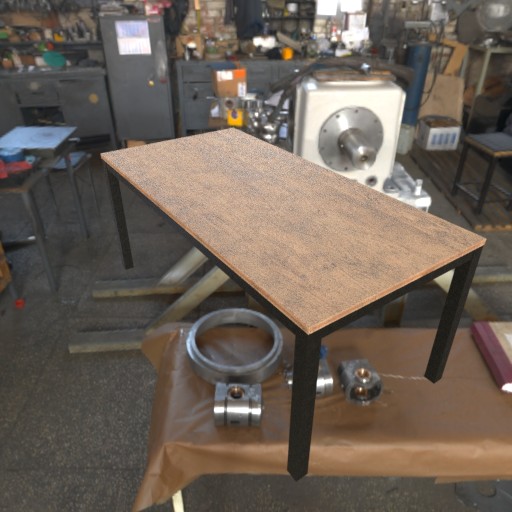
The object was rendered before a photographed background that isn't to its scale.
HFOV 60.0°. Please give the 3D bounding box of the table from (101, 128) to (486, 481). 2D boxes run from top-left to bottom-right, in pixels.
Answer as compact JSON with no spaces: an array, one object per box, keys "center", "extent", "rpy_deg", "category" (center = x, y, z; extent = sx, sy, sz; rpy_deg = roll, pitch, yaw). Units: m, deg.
[{"center":[0.000,0.000,2.311],"extent":[0.893,0.767,1.805],"rpy_deg":[-20,37,-29],"category":"table"}]
